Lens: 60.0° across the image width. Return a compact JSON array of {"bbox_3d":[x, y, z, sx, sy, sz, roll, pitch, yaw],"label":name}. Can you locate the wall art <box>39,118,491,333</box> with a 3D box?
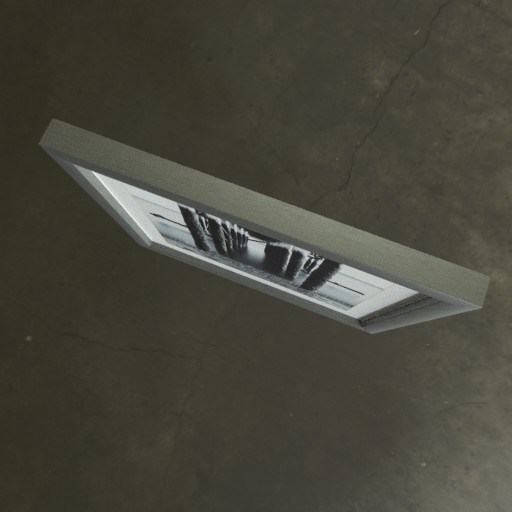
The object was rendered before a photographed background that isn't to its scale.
[{"bbox_3d":[0.000,0.000,0.517,0.380,0.330,0.028,21,78,5],"label":"wall art"}]
